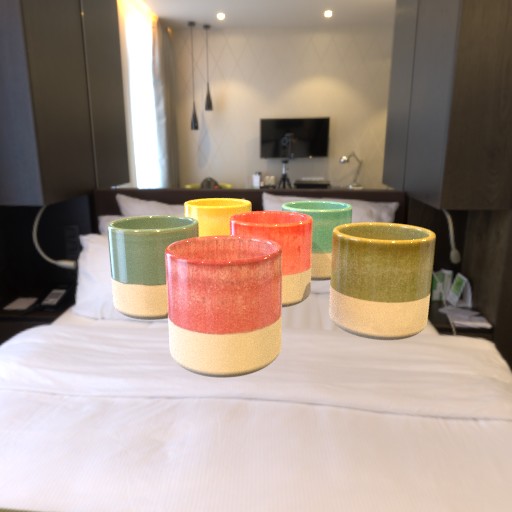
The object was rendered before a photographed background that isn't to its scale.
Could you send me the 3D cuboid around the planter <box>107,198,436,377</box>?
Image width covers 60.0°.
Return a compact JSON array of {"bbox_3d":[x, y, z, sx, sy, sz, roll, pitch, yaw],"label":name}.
[{"bbox_3d":[0.000,0.000,0.413,0.257,0.075,0.286,-7,16,-26],"label":"planter"}]
